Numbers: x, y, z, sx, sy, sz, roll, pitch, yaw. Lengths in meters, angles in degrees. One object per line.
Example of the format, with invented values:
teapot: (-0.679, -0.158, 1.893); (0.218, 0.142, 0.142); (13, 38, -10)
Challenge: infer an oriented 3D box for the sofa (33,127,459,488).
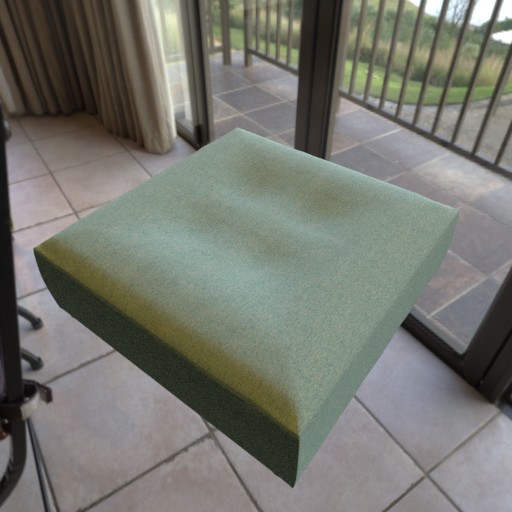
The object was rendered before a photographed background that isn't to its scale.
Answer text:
sofa: (0.000, 0.000, 1.406); (0.930, 0.330, 0.930); (27, 49, 27)
